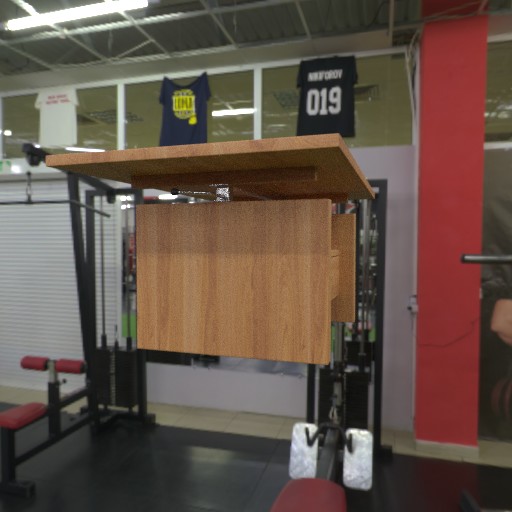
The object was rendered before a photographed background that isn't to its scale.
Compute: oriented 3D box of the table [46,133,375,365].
[{"bbox_3d":[0.000,0.000,1.484,0.700,0.510,1.100,1,2,18],"label":"table"}]
